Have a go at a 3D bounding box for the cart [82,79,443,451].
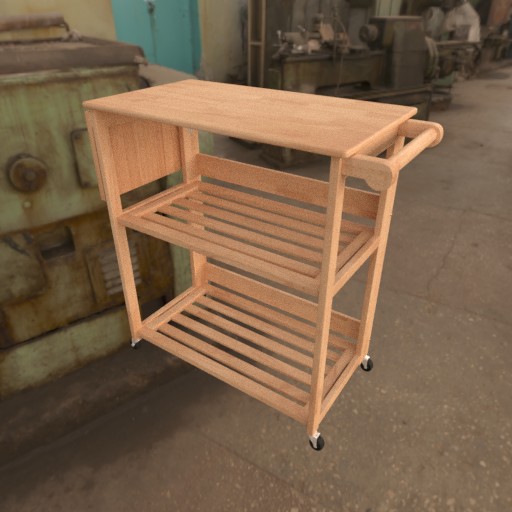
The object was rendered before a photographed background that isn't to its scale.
[{"bbox_3d":[0.000,0.000,1.342,0.853,0.879,0.432,19,36,29],"label":"cart"}]
